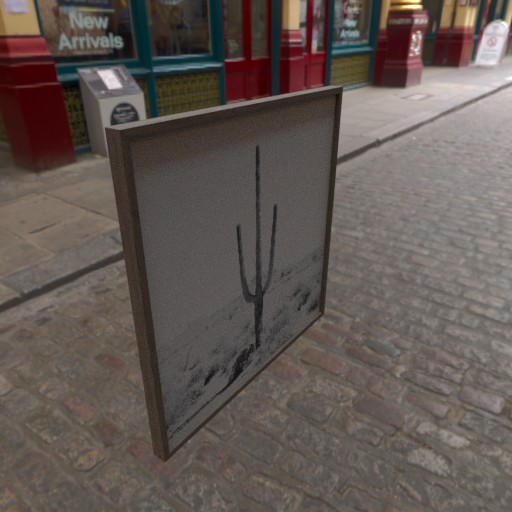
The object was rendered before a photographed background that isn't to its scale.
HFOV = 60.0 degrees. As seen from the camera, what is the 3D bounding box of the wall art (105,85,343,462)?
[{"bbox_3d":[0.000,0.000,1.146,0.038,0.762,0.762,19,32,32],"label":"wall art"}]
